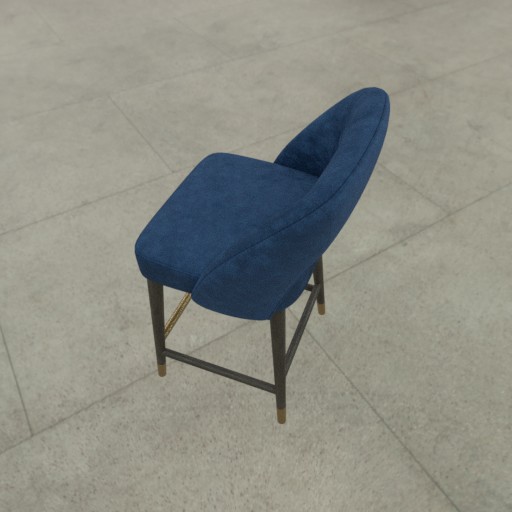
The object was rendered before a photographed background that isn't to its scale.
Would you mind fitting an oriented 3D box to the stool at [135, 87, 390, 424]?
[{"bbox_3d":[0.000,0.000,1.223,0.524,0.925,0.536,17,49,15],"label":"stool"}]
